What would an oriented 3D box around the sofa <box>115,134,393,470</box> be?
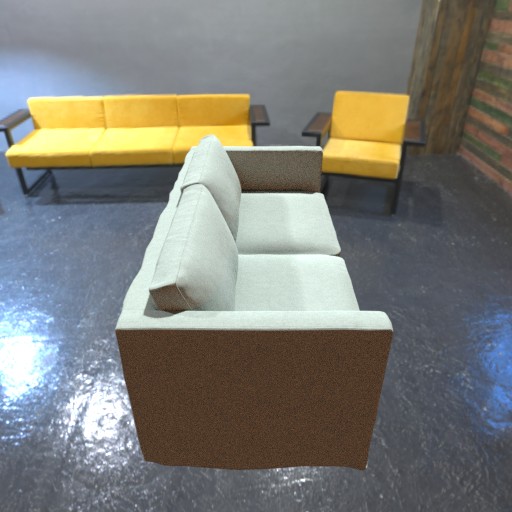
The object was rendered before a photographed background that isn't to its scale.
[{"bbox_3d":[0.000,0.000,2.422,0.940,0.870,1.987,0,31,0],"label":"sofa"}]
